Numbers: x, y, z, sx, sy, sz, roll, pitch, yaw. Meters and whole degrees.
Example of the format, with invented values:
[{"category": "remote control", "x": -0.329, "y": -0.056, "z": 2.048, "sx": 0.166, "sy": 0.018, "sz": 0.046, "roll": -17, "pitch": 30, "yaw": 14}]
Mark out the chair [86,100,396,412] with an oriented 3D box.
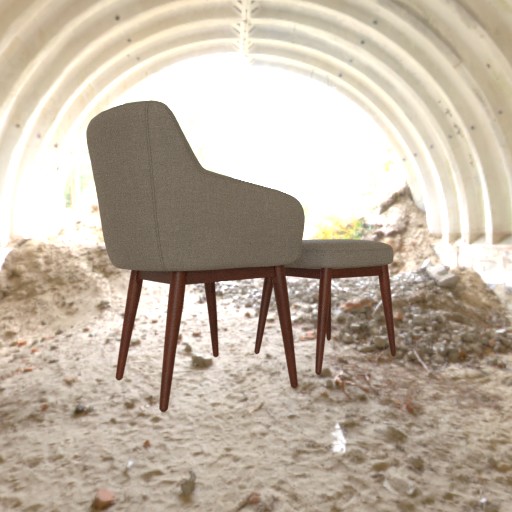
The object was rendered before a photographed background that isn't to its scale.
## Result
[{"category": "chair", "x": 0.000, "y": 0.000, "z": 1.546, "sx": 1.107, "sy": 0.799, "sz": 0.584, "roll": -1, "pitch": 2, "yaw": -37}]
